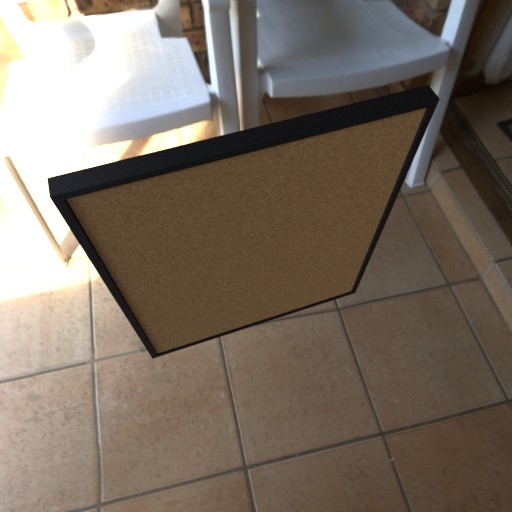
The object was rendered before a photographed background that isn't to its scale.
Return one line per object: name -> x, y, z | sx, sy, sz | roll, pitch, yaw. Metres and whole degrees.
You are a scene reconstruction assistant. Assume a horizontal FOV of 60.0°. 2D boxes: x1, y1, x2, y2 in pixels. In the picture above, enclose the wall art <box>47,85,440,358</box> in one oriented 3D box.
wall art -> 0.000, 0.000, 0.524 | 0.330, 0.381, 0.019 | -16, 61, -10
